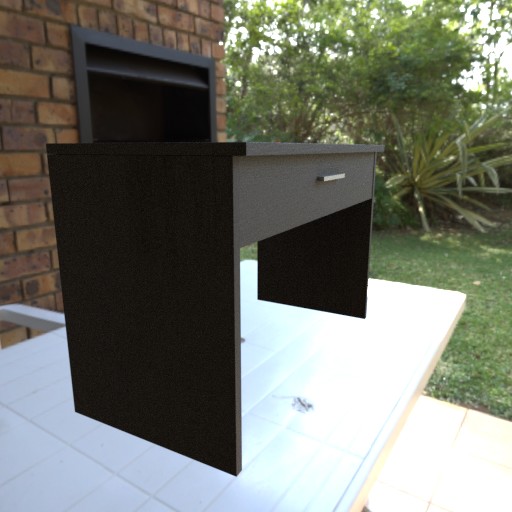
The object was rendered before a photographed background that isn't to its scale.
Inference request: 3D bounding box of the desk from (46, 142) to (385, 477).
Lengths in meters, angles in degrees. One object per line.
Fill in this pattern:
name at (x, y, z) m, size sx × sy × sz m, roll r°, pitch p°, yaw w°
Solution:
desk at (0.000, 0.000, 1.495) m, size 0.557 × 0.729 × 1.099 m, roll 7°, pitch 16°, yaw 28°
